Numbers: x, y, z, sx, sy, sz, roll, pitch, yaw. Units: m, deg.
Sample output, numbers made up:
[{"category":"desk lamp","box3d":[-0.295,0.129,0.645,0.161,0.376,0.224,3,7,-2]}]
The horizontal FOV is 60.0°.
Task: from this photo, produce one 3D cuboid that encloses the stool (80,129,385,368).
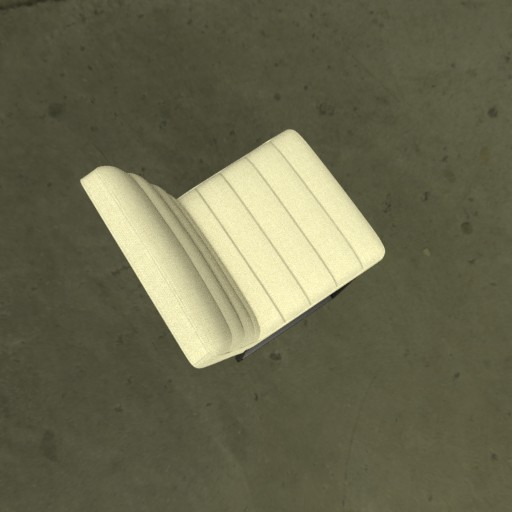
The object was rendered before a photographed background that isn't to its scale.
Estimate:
[{"category":"stool","box3d":[0.000,0.000,1.363,0.560,1.040,0.460,-33,78,-8]}]
